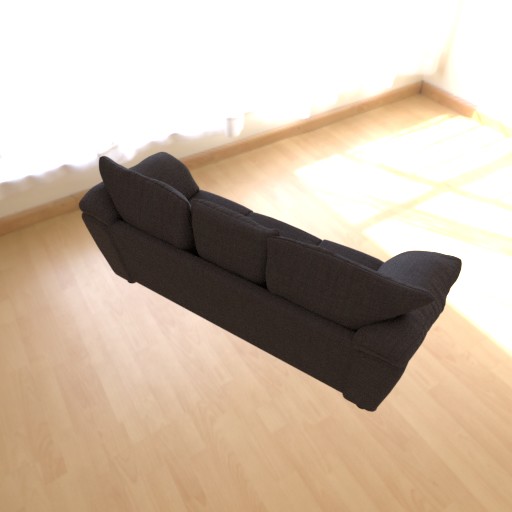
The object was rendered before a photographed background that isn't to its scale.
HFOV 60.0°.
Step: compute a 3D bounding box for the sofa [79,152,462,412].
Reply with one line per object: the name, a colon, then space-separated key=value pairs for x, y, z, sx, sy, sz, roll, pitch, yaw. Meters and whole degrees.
sofa: x=0.000 y=0.000 z=2.914 sx=2.336 sy=1.080 sz=0.883 roll=24 pitch=50 yaw=22
